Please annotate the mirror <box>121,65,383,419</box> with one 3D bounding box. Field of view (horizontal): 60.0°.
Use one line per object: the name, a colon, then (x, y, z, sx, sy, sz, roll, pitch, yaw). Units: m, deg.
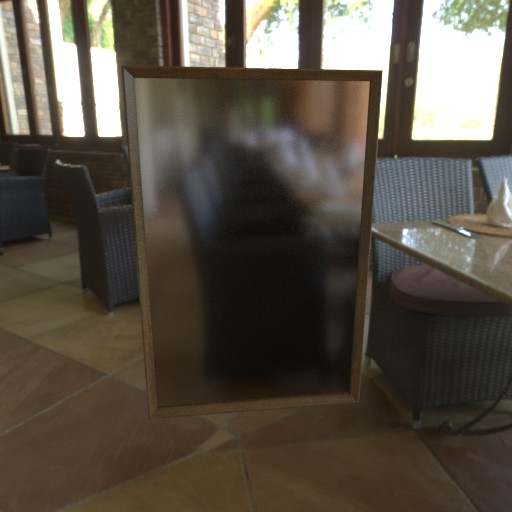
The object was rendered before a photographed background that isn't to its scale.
mirror: (0.000, 0.000, 1.167, 0.609, 0.915, 0.041, -2, 16, -7)
